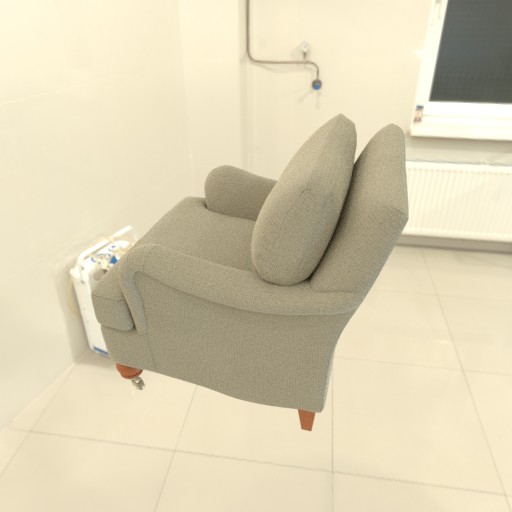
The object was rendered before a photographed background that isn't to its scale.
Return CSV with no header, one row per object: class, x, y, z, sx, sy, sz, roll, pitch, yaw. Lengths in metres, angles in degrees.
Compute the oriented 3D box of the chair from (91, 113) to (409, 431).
chair,0.000,0.000,1.870,1.070,1.038,0.955,8,32,13
